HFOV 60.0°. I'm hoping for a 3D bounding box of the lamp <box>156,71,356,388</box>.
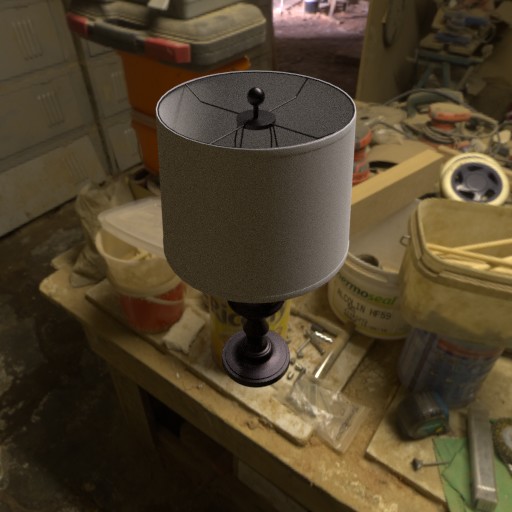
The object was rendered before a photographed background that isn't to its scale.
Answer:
[{"bbox_3d":[0.000,0.000,0.963,0.383,0.726,0.383,0,40,0],"label":"lamp"}]
